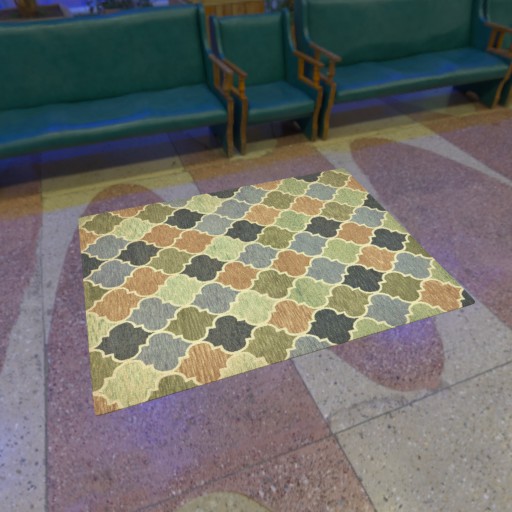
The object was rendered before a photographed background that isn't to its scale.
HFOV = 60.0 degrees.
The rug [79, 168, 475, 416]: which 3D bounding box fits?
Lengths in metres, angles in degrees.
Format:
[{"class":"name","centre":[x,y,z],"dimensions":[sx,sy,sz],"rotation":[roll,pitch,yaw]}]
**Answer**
[{"class":"rug","centre":[0.000,0.000,4.306],"dimensions":[3.200,0.013,2.439],"rotation":[-13,43,-15]}]
